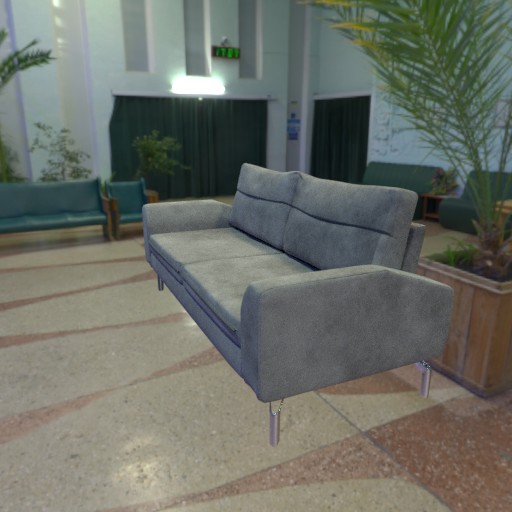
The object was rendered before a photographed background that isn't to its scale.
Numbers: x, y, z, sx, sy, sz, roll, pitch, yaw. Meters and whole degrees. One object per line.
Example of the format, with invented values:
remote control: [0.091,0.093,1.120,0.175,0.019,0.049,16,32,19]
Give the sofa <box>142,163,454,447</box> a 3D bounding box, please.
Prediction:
sofa: [0.000,0.000,2.339,0.849,0.859,1.837,-7,17,-24]
